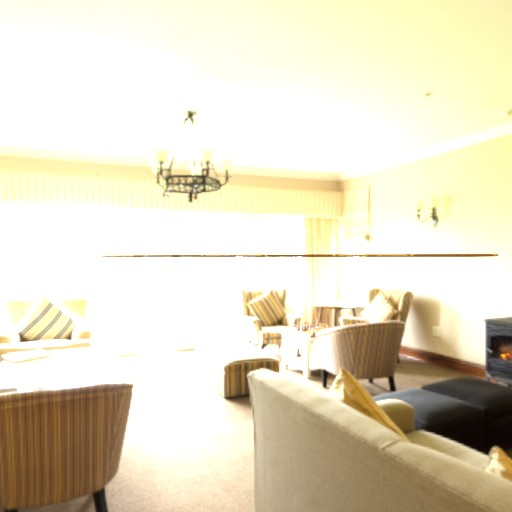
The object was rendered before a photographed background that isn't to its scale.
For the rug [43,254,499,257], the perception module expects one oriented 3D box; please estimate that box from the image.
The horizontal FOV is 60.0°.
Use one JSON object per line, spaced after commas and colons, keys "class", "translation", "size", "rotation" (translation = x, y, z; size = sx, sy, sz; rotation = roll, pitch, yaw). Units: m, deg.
{"class": "rug", "translation": [0.000, 0.000, 2.669], "size": [2.464, 0.012, 0.773], "rotation": [0, 0, 18]}
